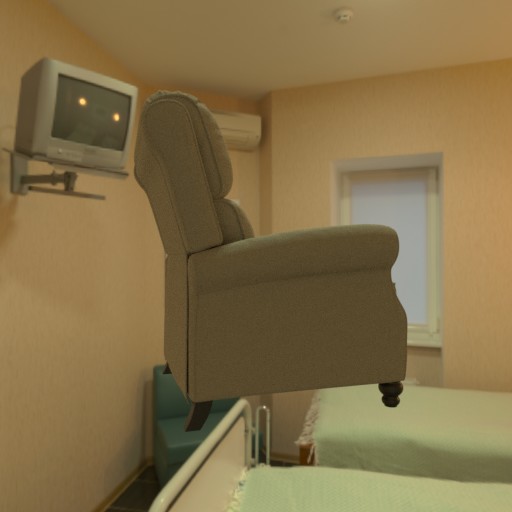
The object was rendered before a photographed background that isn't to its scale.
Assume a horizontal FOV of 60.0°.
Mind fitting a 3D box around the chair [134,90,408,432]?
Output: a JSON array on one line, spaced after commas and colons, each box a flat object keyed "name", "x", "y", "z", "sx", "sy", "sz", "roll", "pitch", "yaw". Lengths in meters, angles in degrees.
[{"name": "chair", "x": 0.000, "y": 0.000, "z": 1.756, "sx": 0.919, "sy": 1.046, "sz": 0.859, "roll": 0, "pitch": 0, "yaw": -17}]
